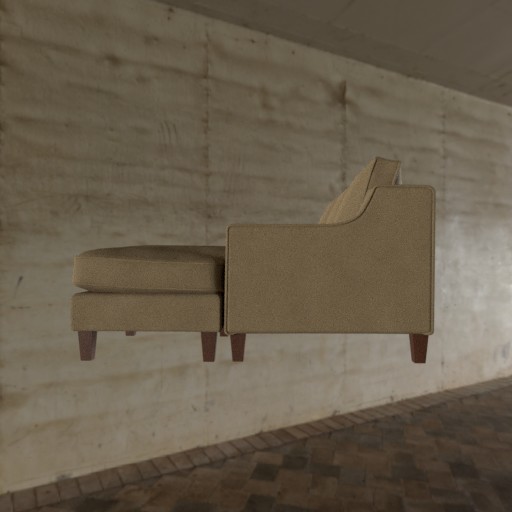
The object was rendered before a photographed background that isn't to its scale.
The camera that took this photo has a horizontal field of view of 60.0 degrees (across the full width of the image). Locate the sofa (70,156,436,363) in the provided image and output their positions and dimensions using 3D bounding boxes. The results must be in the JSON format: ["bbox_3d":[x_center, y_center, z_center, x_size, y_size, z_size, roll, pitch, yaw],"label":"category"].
[{"bbox_3d":[0.000,0.000,3.336,1.858,1.066,2.317,0,0,2],"label":"sofa"}]
